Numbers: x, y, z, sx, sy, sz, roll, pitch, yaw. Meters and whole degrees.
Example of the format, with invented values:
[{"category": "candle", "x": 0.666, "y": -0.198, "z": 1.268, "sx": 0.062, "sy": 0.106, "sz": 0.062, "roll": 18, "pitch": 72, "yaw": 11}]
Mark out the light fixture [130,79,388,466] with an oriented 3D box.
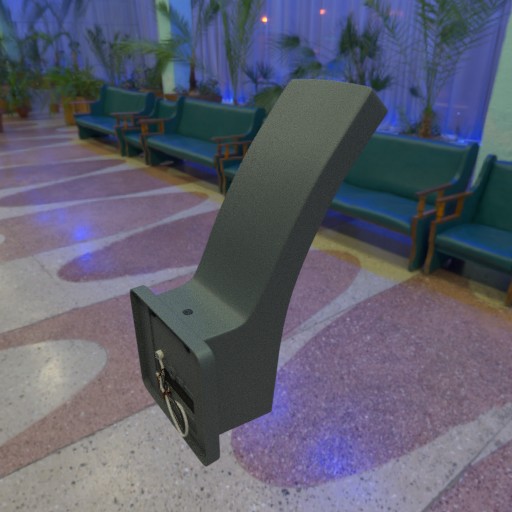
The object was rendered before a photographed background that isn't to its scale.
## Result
[{"category": "light fixture", "x": 0.000, "y": 0.000, "z": 0.337, "sx": 0.174, "sy": 0.243, "sz": 0.108, "roll": -18, "pitch": 32, "yaw": -33}]
